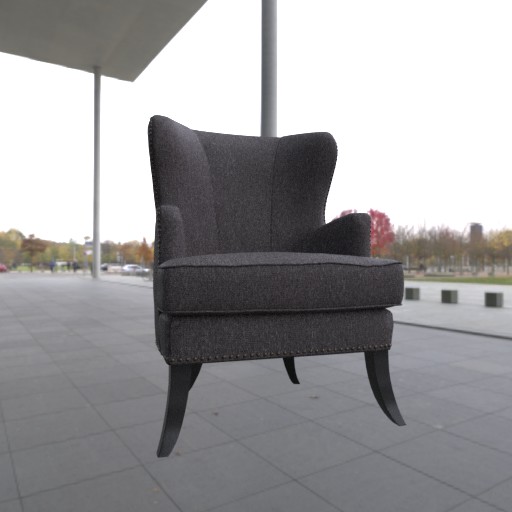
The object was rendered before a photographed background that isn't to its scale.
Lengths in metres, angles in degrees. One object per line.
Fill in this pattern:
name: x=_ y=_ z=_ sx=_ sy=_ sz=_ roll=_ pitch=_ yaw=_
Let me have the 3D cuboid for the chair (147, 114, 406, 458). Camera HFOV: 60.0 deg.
chair: x=0.000 y=0.000 z=1.603 sx=0.759 sy=1.060 sz=0.758 roll=0 pitch=-1 yaw=-18
